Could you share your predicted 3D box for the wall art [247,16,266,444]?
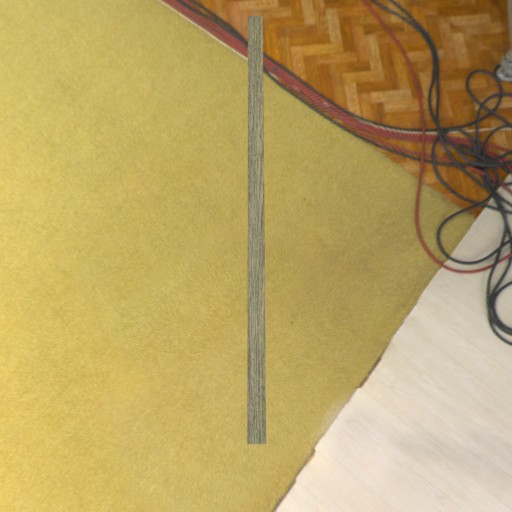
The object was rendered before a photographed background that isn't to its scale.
[{"bbox_3d":[0.000,0.000,0.753,0.019,0.508,0.508,0,77,0],"label":"wall art"}]
